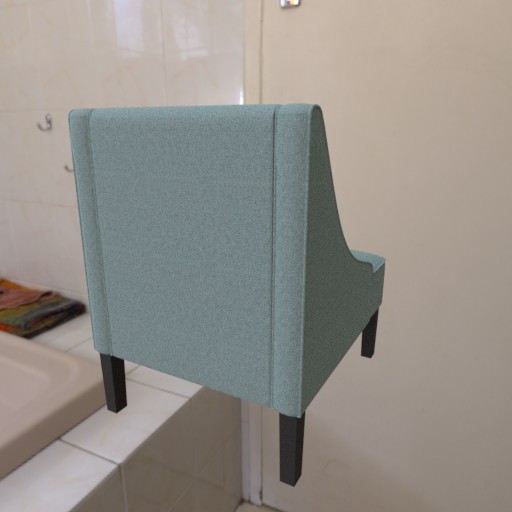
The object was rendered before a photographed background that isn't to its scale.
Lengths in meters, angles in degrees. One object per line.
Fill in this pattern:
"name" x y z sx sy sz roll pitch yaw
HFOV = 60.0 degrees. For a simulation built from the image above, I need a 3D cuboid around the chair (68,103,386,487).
"chair" 0.000 0.000 1.815 0.857 1.133 1.025 9 19 28
